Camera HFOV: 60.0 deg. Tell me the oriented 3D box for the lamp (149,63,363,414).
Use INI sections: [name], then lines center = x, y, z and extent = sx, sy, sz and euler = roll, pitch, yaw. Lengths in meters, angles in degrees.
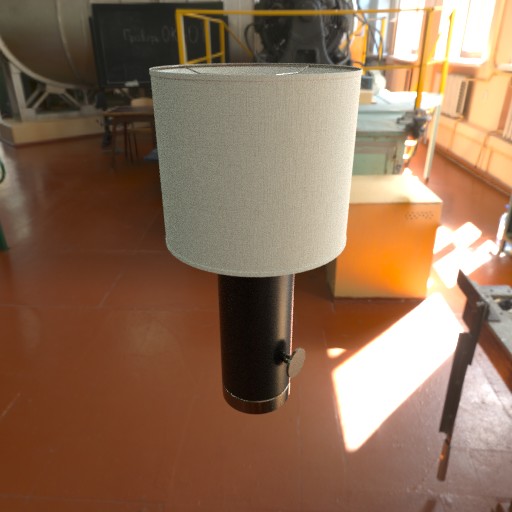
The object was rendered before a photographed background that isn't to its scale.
[lamp]
center = 0.000, 0.000, 0.615
extent = 0.240, 0.482, 0.241
euler = 18, 31, 33
